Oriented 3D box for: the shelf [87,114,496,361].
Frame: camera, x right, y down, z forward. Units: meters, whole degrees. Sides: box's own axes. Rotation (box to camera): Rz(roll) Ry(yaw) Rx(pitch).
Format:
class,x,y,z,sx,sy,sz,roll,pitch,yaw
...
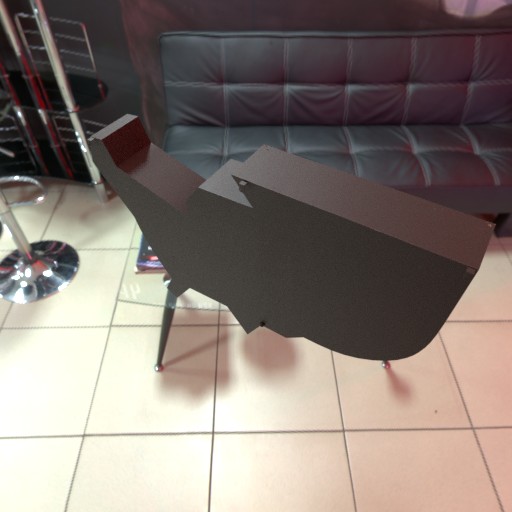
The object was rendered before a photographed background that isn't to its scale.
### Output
class,x,y,z,sx,sy,sz,roll,pitch,yaw
shelf,0.000,0.000,0.885,0.729,0.439,0.112,24,51,21
